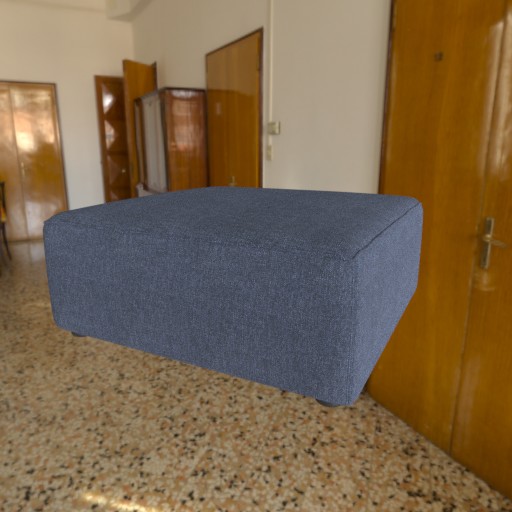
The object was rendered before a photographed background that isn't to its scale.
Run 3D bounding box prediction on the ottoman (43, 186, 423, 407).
[{"bbox_3d":[0.000,0.000,1.584,1.000,0.439,1.000,7,16,27],"label":"ottoman"}]
